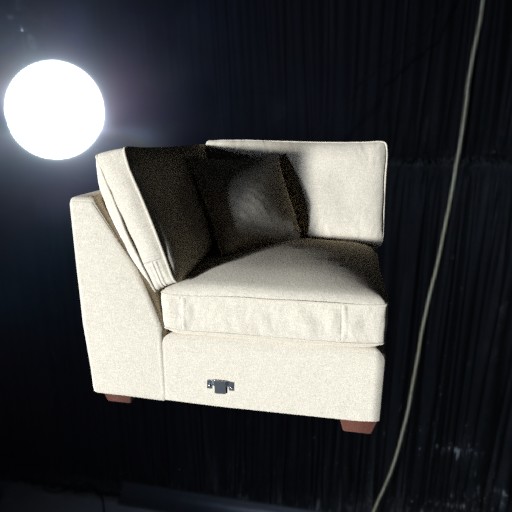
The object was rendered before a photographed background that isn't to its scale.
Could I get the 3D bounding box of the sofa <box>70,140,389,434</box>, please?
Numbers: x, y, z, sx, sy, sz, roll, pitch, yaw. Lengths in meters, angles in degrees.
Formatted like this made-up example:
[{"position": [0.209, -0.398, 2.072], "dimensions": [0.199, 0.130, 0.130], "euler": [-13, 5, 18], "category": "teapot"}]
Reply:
[{"position": [0.000, 0.000, 1.999], "dimensions": [1.146, 1.002, 1.084], "euler": [3, 16, 9], "category": "sofa"}]
